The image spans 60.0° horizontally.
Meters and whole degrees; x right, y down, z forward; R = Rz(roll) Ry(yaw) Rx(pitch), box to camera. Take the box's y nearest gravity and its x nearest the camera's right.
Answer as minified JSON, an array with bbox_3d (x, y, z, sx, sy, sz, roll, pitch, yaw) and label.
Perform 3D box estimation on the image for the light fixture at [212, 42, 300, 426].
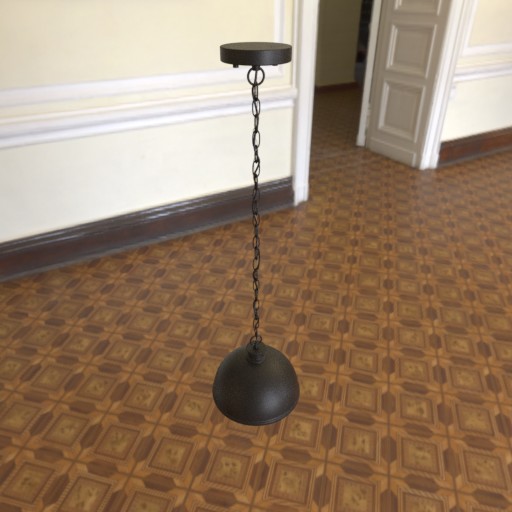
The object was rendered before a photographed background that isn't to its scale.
[{"bbox_3d":[0.000,0.000,1.265,0.304,1.090,0.304,-10,33,-15],"label":"light fixture"}]
